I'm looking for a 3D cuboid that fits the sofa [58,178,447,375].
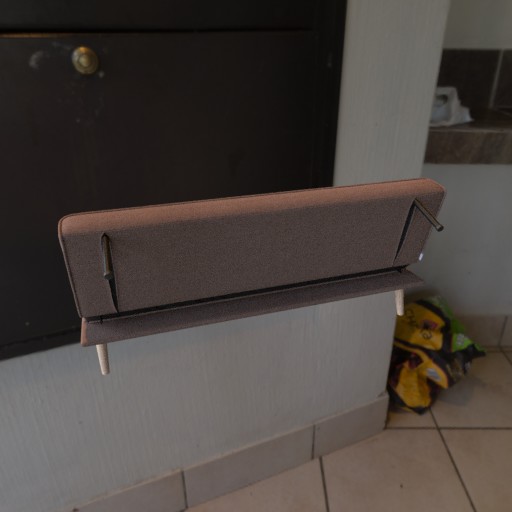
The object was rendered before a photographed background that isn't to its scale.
[{"bbox_3d":[0.000,0.000,2.381,1.820,0.810,1.038,-8,27,-16],"label":"sofa"}]
